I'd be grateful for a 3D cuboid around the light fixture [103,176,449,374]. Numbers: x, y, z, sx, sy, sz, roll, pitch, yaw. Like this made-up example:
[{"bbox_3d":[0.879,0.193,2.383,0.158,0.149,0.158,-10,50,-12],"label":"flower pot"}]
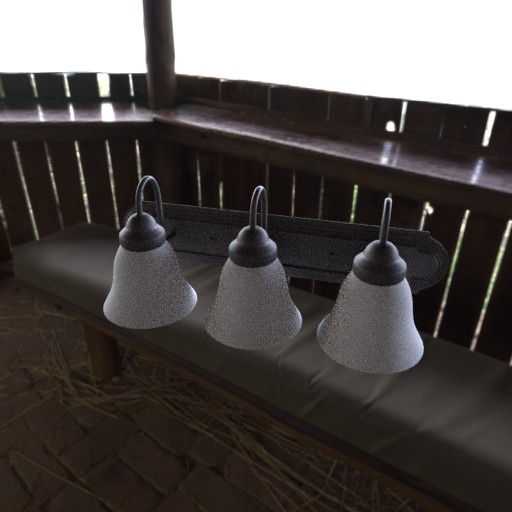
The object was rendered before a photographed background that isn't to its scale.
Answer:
[{"bbox_3d":[0.000,0.000,0.716,0.610,0.222,0.199,8,28,14],"label":"light fixture"}]
